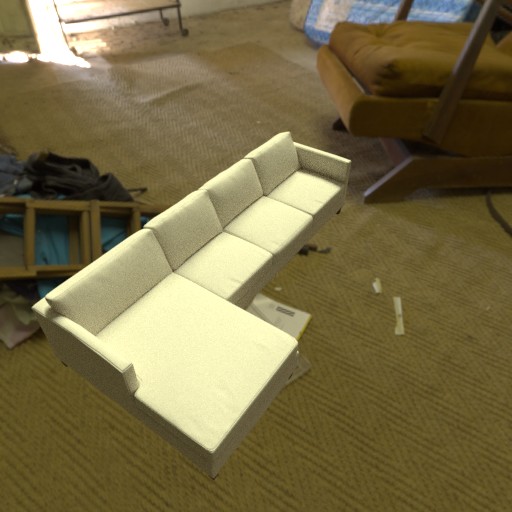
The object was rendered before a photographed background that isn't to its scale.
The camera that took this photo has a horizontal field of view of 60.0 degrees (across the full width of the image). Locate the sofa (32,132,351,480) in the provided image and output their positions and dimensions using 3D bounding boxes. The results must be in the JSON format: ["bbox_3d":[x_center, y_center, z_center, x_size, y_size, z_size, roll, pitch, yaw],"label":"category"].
[{"bbox_3d":[0.000,0.000,3.878,1.625,0.846,3.186,25,47,26],"label":"sofa"}]
